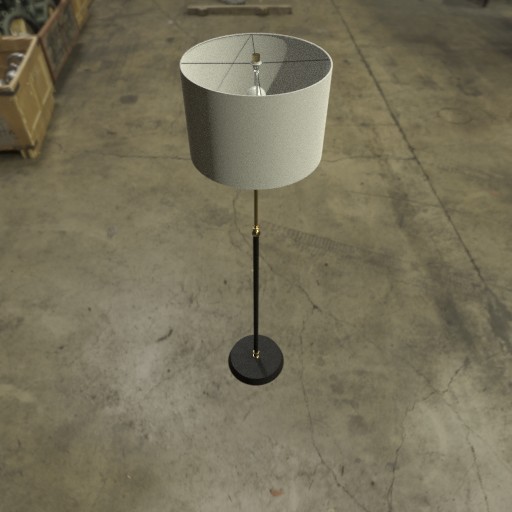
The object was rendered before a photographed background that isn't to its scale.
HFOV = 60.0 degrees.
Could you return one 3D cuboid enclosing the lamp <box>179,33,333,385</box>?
[{"bbox_3d":[0.000,0.000,1.707,0.404,1.517,0.404,-3,46,-2],"label":"lamp"}]
